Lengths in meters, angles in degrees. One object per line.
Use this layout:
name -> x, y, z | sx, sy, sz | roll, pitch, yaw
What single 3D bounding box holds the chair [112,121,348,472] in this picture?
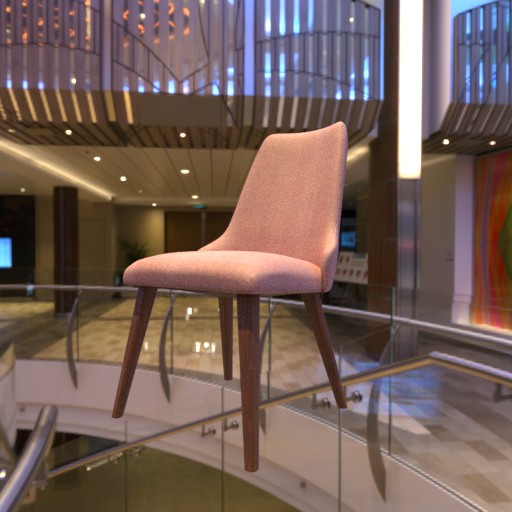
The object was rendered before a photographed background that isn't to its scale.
chair -> 0.000, 0.000, 1.380 | 0.535, 0.918, 0.707 | 1, 1, 39
